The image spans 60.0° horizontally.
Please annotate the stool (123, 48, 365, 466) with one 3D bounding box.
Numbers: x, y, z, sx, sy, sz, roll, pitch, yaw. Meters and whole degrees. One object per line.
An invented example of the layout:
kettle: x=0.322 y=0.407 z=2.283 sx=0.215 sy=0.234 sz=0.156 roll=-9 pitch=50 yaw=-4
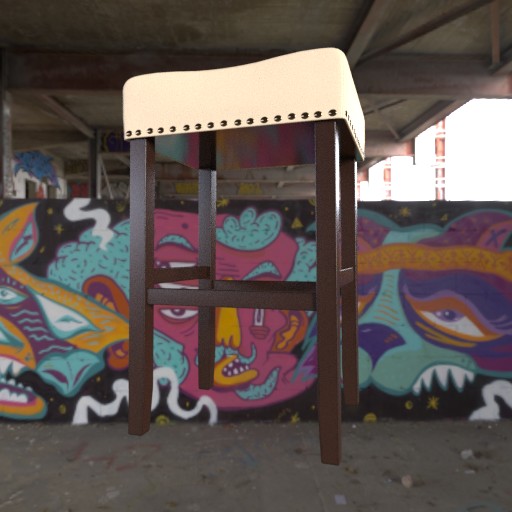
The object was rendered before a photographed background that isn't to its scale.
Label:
stool: x=0.000 y=0.000 z=1.046 sx=0.471 sy=0.762 sz=0.401 roll=0 pitch=0 yaw=19
